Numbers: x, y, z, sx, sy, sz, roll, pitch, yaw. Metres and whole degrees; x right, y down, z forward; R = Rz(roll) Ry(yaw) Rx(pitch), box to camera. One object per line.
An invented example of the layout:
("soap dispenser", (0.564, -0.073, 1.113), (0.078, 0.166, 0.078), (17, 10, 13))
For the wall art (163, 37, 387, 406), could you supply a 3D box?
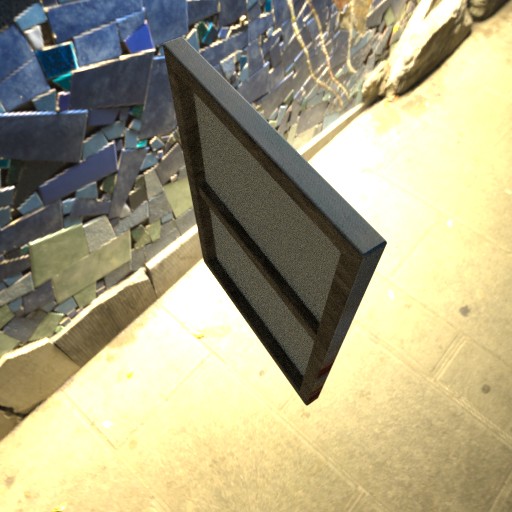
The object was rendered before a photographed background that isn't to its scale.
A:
("wall art", (0.000, 0.000, 0.806), (0.035, 0.605, 0.443), (-29, 62, -17))
